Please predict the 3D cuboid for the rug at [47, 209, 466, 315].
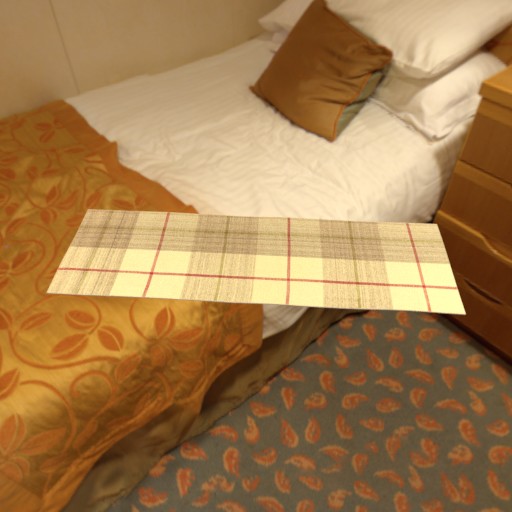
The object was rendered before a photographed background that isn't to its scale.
[{"bbox_3d":[0.000,0.000,2.832,2.439,0.013,0.762,3,46,3],"label":"rug"}]
